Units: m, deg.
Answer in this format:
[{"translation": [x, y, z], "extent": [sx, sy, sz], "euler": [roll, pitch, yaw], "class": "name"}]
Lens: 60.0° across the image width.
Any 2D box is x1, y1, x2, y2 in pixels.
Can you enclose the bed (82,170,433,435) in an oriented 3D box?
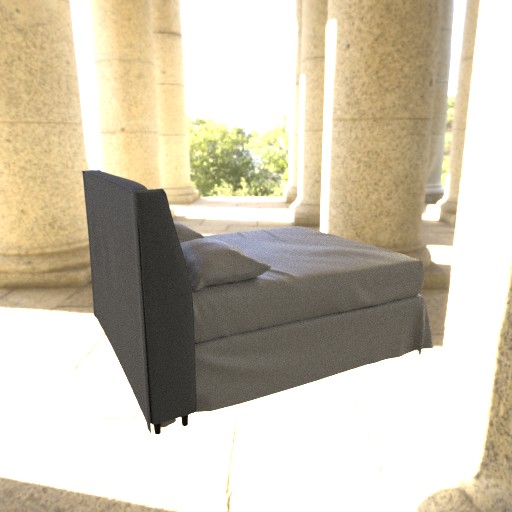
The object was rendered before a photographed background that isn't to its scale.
[{"translation": [0.000, 0.000, 3.504], "extent": [2.276, 1.332, 1.925], "euler": [-7, 16, -27], "class": "bed"}]
